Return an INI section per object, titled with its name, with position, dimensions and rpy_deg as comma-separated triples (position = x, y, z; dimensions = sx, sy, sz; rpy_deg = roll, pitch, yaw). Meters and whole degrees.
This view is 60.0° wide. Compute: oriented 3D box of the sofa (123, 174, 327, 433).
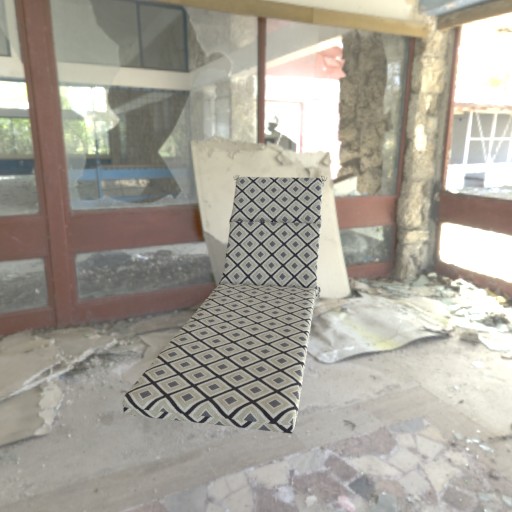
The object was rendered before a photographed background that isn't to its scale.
[sofa]
position = 0.000, 0.000, 1.996
dimensions = 0.582, 0.622, 1.663
rpy_deg = 3, 14, 10
